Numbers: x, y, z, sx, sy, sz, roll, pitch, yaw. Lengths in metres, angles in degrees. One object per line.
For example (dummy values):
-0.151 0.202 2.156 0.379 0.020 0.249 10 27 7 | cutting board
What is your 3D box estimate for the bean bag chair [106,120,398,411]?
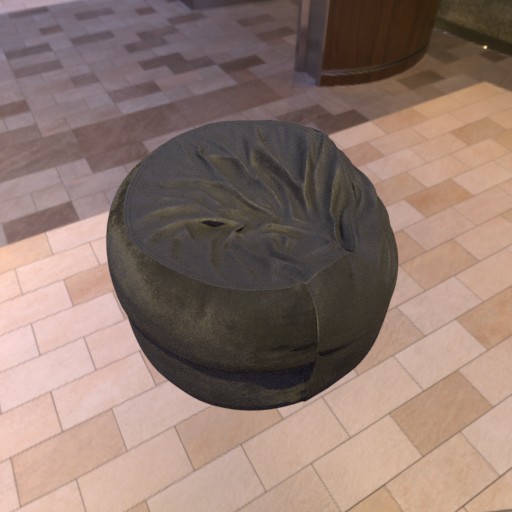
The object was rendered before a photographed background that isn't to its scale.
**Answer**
0.000 0.000 1.491 0.918 0.605 0.918 0 49 0 | bean bag chair
